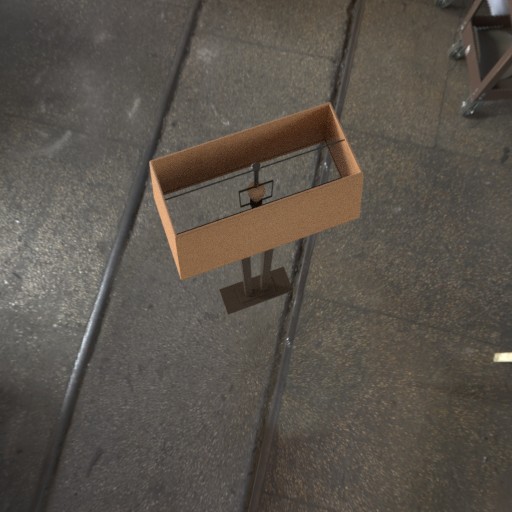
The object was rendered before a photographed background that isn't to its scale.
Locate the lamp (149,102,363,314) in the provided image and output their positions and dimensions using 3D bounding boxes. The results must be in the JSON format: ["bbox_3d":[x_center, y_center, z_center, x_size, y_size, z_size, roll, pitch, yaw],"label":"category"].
[{"bbox_3d":[0.000,0.000,1.616,0.475,1.469,0.233,-19,76,-5],"label":"lamp"}]
